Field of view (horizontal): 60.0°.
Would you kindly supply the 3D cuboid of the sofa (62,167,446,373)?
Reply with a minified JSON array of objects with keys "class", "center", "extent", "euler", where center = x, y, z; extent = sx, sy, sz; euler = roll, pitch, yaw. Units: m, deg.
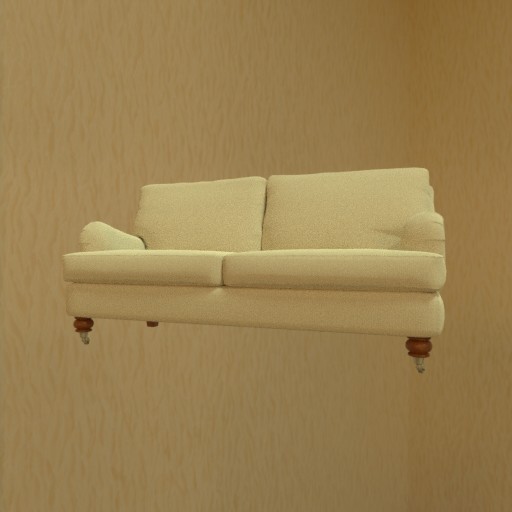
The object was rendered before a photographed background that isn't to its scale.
[{"class":"sofa","center":[0.000,0.000,2.772],"extent":[2.159,1.087,1.086],"euler":[0,0,20]}]
